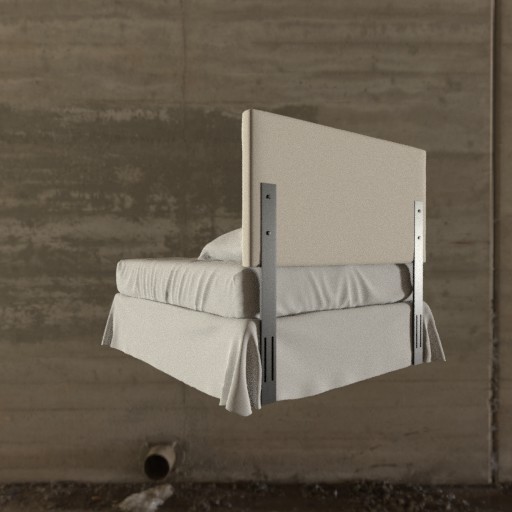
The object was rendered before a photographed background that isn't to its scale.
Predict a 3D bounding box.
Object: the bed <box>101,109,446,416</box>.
[{"bbox_3d":[0.000,0.000,3.613,1.936,1.577,2.222,0,1,-37],"label":"bed"}]
